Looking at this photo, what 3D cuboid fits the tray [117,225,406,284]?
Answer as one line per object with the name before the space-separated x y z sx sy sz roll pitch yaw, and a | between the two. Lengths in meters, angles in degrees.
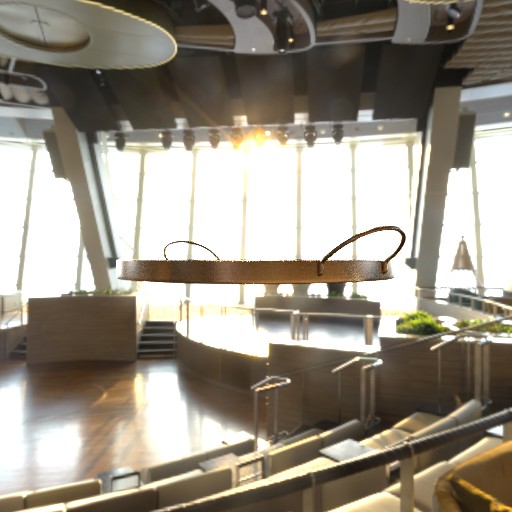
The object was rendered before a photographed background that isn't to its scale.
tray | 0.000 0.000 0.731 0.438 0.069 0.543 0 0 -36
